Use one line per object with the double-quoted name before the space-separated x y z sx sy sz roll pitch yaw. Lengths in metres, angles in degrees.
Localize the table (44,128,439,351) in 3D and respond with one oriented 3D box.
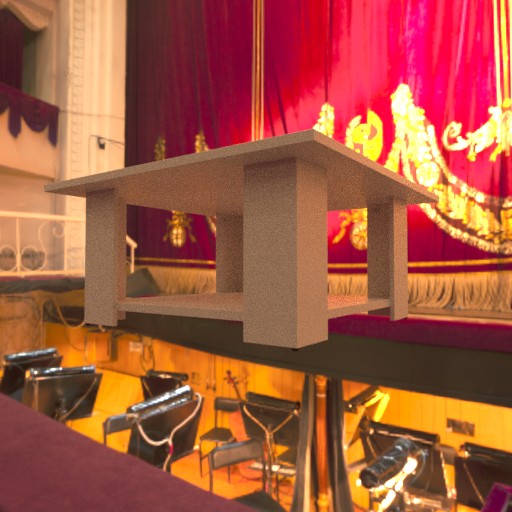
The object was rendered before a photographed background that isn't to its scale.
"table" 0.000 0.000 1.049 0.670 0.305 0.670 -1 -2 36
